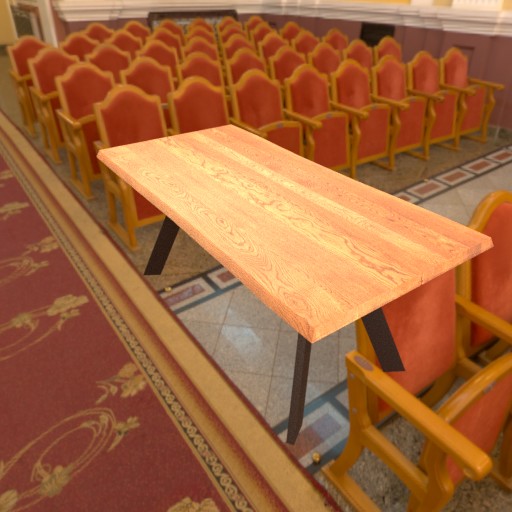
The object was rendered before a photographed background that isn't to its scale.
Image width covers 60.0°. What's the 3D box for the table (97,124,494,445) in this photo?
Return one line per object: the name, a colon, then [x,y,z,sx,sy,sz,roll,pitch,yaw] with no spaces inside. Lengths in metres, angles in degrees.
table: [0.000,0.000,2.238,0.900,0.770,1.800,-21,38,-29]
